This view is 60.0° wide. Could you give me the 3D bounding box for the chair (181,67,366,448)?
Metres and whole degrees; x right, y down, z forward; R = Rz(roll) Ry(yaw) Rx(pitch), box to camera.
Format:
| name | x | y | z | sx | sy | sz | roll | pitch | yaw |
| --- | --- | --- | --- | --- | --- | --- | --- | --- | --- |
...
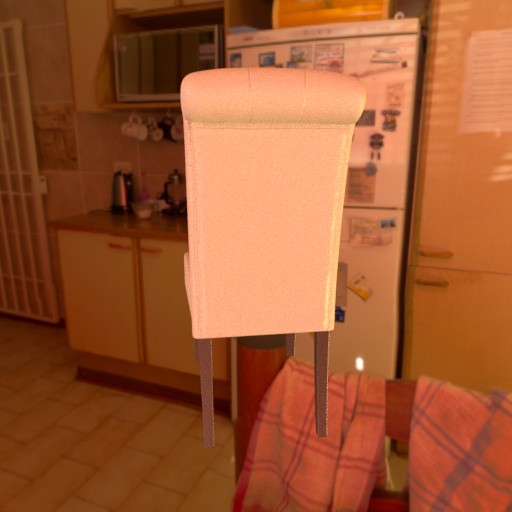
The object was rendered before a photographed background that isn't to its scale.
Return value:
| name | x | y | z | sx | sy | sz | roll | pitch | yaw |
| --- | --- | --- | --- | --- | --- | --- | --- | --- | --- |
| chair | 0.000 | 0.000 | 1.378 | 0.456 | 1.006 | 0.671 | -2 | 15 | -8 |
